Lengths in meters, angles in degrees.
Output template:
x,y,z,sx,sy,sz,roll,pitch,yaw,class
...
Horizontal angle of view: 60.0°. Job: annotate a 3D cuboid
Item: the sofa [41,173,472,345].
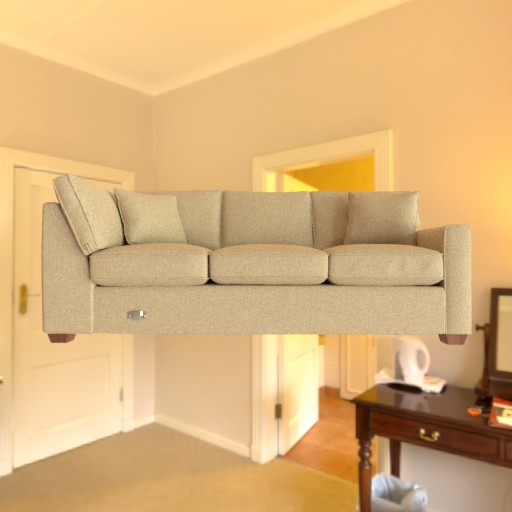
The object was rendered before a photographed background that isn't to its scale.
x,y,z,sx,sy,sz,roll,pitch,yaw,class
0.000,0.000,2.835,2.317,0.962,1.061,0,-1,1,sofa
